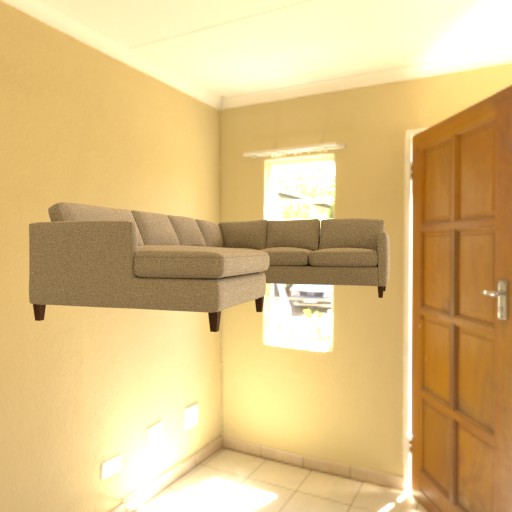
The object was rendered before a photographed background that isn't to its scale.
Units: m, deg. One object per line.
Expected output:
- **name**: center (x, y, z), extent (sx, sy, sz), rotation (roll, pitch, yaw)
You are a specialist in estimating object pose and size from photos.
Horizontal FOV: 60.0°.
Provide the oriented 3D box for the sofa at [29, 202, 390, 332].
- **sofa**: center (0.000, 0.000, 4.599), extent (2.593, 0.959, 3.460), rotation (0, 1, 18)
